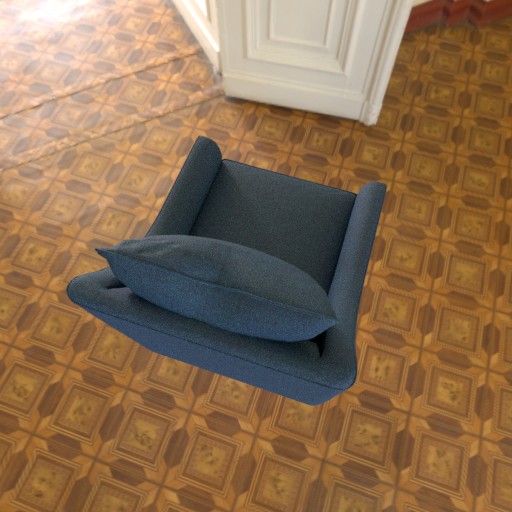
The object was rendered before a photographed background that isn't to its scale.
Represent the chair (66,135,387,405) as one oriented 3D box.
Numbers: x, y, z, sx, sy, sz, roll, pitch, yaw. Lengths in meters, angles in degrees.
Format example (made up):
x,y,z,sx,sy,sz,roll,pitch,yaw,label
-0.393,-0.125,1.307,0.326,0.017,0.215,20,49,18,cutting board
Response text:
x,y,z,sx,sy,sz,roll,pitch,yaw,label
0.000,0.000,1.549,0.750,0.939,0.870,17,64,8,chair
